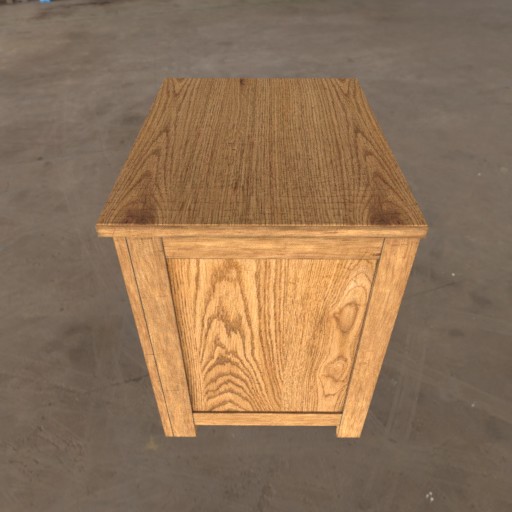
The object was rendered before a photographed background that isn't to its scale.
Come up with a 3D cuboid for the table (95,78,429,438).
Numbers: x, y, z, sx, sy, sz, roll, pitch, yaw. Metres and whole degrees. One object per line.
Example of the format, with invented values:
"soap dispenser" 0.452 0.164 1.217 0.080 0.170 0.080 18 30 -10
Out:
"table" 0.000 0.000 1.052 0.494 0.625 0.601 0 40 0
